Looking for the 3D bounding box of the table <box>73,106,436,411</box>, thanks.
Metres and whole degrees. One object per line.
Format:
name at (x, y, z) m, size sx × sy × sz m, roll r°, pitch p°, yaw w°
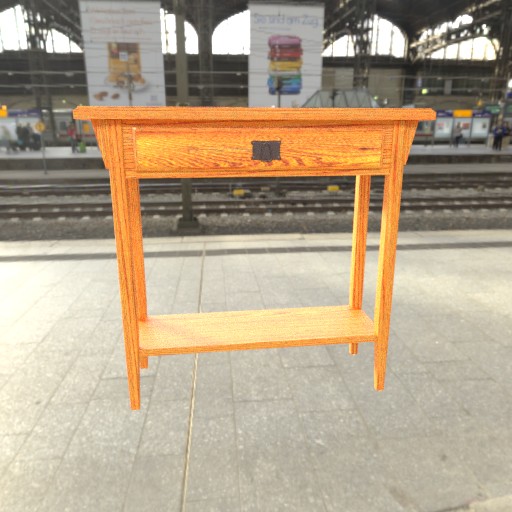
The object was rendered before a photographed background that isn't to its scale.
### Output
table at (0.000, 0.000, 1.136) m, size 0.762 × 0.711 × 0.254 m, roll -2°, pitch 16°, yaw -7°
